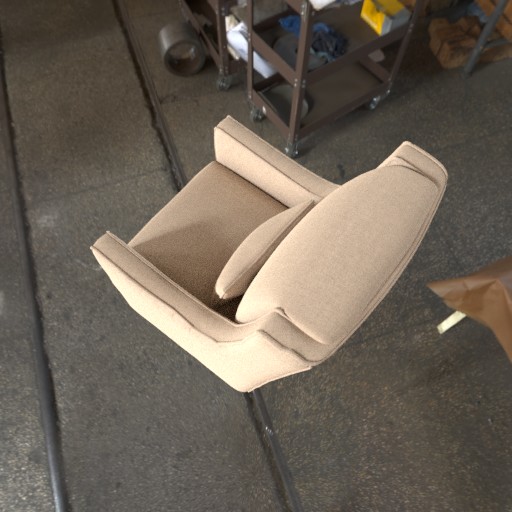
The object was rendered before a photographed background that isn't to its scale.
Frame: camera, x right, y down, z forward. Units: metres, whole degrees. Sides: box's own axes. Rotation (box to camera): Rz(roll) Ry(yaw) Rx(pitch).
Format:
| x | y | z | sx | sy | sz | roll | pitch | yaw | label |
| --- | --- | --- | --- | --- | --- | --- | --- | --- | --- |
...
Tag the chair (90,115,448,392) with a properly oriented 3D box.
| x | y | z | sx | sy | sz | roll | pitch | yaw | label |
| --- | --- | --- | --- | --- | --- | --- | --- | --- | --- |
| 0.000 | 0.000 | 1.577 | 0.879 | 0.993 | 0.732 | 34 | 68 | 16 | chair |
